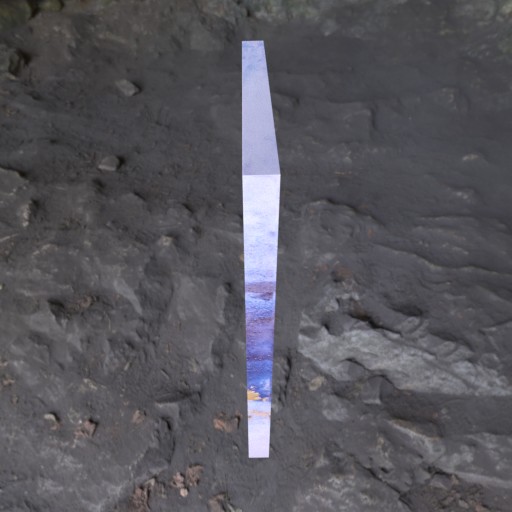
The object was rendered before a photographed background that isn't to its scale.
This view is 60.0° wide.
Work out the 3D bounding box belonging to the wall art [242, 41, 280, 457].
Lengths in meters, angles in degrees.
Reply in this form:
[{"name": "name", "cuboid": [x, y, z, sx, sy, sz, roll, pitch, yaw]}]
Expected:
[{"name": "wall art", "cuboid": [0.000, 0.000, 0.771, 0.036, 0.581, 0.437, -1, 41, -1]}]
